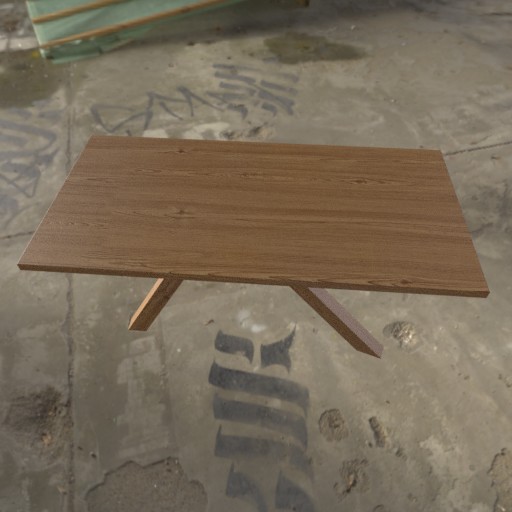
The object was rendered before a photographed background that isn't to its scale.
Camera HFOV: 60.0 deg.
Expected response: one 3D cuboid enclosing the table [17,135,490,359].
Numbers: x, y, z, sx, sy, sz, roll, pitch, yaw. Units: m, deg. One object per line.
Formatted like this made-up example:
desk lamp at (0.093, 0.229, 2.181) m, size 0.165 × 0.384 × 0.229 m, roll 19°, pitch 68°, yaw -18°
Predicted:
table at (0.000, 0.000, 2.255) m, size 1.797 × 0.750 × 0.901 m, roll 3°, pitch 48°, yaw 3°
